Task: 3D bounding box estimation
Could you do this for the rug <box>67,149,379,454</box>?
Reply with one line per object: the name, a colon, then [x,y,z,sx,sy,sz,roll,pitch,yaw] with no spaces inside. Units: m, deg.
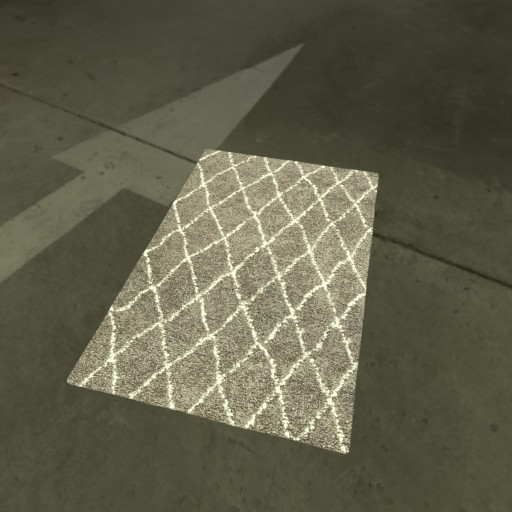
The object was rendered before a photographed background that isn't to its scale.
rug: [0.000,0.000,3.564,1.778,0.030,2.743,10,47,10]
